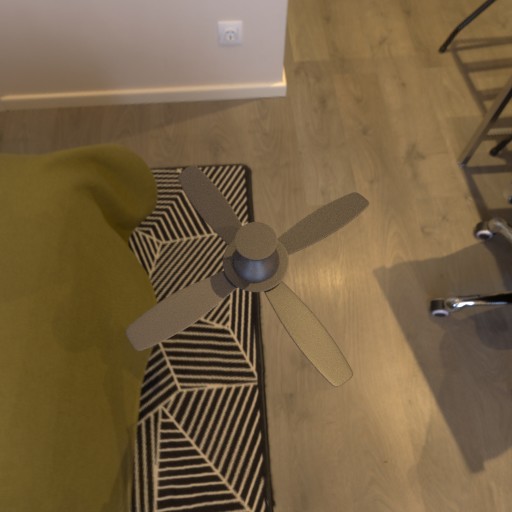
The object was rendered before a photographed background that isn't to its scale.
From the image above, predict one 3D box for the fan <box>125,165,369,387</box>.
[{"bbox_3d":[0.000,0.000,2.576,1.694,0.382,1.694,-31,68,-14],"label":"fan"}]
